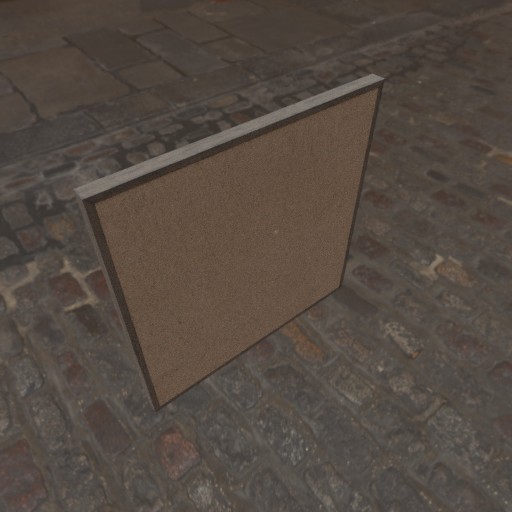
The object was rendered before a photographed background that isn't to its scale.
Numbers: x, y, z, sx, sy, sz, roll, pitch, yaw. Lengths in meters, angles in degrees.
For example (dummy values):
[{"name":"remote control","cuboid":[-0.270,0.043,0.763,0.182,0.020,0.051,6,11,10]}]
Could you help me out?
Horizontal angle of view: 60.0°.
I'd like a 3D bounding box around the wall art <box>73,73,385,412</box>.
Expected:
[{"name":"wall art","cuboid":[0.000,0.000,1.178,0.762,0.762,0.038,-29,52,-26]}]
